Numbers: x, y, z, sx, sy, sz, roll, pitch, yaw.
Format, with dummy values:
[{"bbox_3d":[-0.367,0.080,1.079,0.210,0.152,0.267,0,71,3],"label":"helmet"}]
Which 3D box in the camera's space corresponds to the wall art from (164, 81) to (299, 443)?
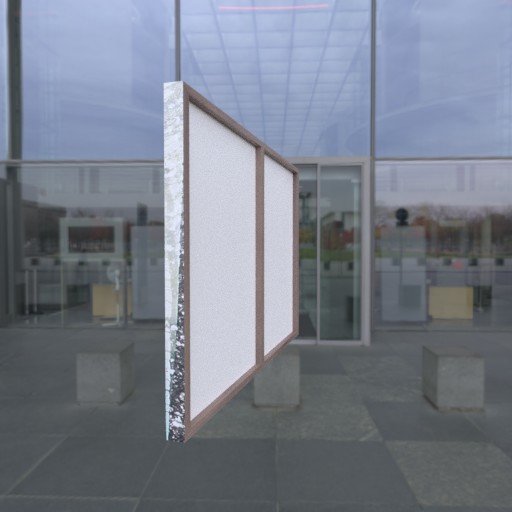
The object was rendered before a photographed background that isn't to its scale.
[{"bbox_3d":[0.000,0.000,1.175,0.038,0.598,0.919,1,2,17],"label":"wall art"}]
